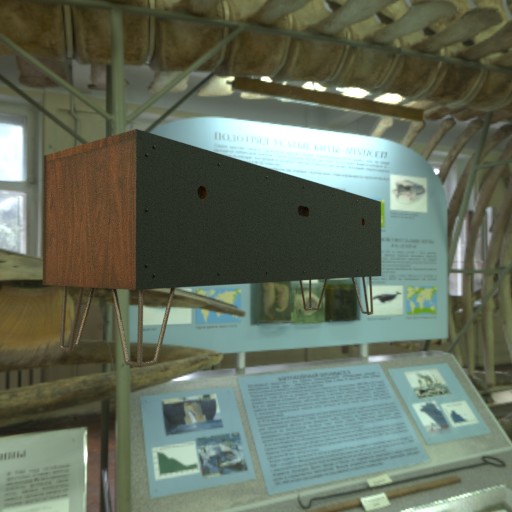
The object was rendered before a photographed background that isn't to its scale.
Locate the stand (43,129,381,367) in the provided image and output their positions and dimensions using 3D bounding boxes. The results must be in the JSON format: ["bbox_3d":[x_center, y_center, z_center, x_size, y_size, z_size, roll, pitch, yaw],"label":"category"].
[{"bbox_3d":[0.000,0.000,1.900,0.481,0.610,1.626,-1,-1,37],"label":"stand"}]
